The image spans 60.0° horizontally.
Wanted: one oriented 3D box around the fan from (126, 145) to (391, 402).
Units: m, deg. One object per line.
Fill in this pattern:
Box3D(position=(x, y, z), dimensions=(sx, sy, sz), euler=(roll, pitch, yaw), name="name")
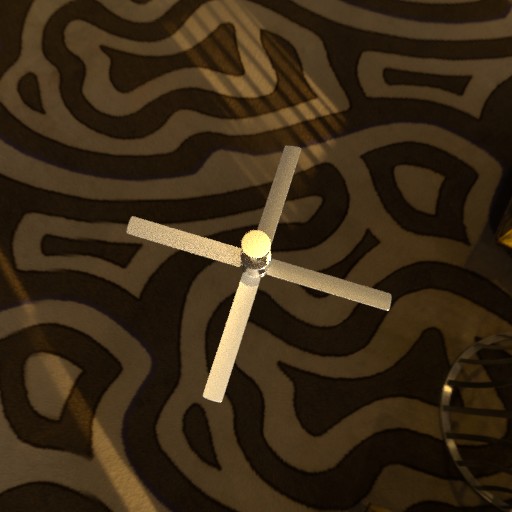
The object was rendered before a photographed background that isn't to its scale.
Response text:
Box3D(position=(0.000, 0.000, 2.030), dimensions=(1.322, 0.355, 1.322), euler=(17, 74, 5), name="fan")
